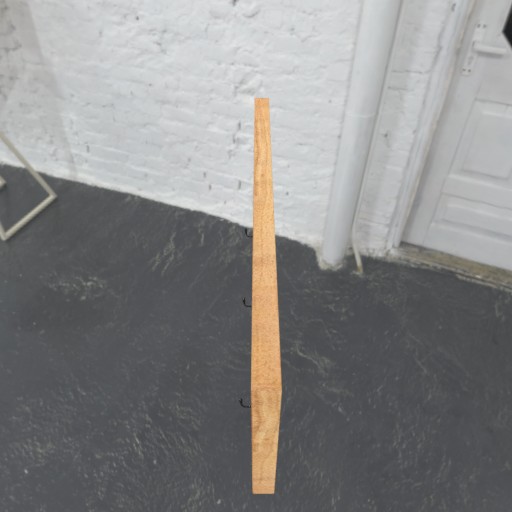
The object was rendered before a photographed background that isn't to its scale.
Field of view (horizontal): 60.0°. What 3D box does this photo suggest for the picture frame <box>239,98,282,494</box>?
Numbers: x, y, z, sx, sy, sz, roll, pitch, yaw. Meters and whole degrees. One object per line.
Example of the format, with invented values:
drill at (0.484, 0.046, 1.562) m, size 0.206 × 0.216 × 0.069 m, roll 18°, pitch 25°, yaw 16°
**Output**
picture frame at (0.000, 0.000, 0.663) m, size 0.045 × 0.234 × 0.582 m, roll 0°, pitch 43°, yaw 0°
